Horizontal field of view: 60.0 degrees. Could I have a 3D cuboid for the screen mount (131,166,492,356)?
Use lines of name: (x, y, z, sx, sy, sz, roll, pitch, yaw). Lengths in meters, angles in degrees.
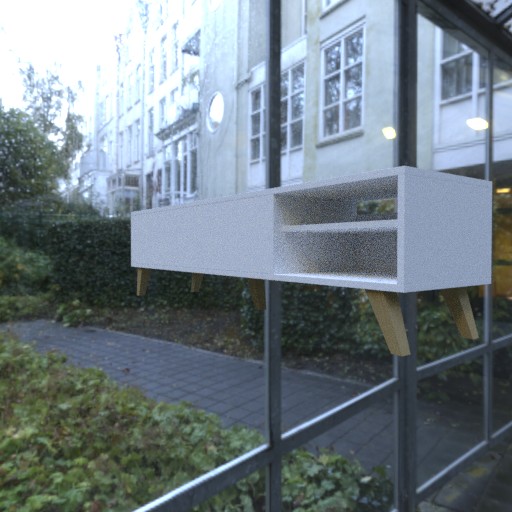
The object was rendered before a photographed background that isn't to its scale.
screen mount: (0.000, 0.000, 1.765, 0.399, 0.432, 1.644, -1, 1, -37)
